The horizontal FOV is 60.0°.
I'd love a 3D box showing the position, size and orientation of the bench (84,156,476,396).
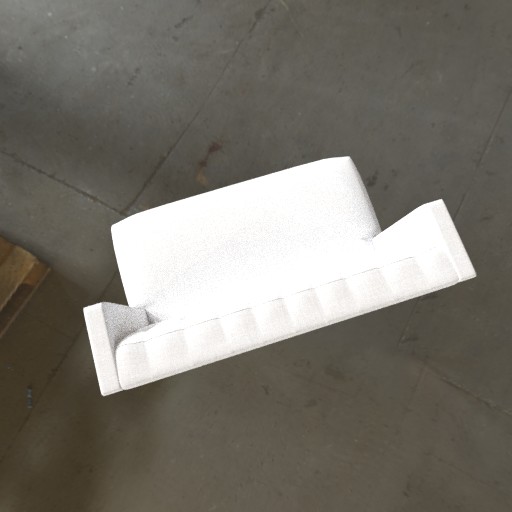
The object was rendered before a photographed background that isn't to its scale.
[{"bbox_3d":[0.000,0.000,2.034,1.280,1.123,0.847,-17,76,-4],"label":"bench"}]
